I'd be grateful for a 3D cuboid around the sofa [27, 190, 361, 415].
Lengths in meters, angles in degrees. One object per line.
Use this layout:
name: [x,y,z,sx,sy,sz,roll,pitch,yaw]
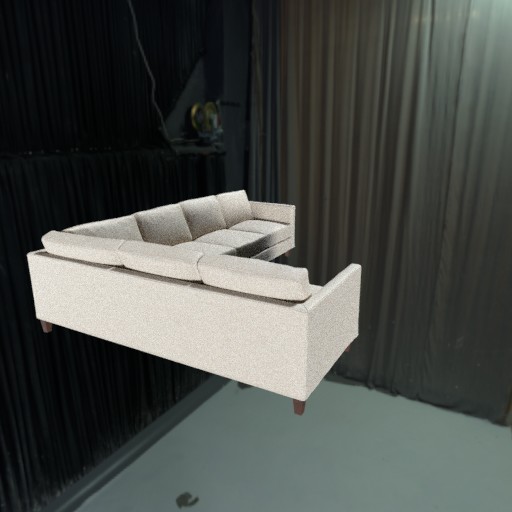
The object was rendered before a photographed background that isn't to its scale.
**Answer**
sofa: [0.000,0.000,4.343,2.432,0.863,3.182,9,18,28]
